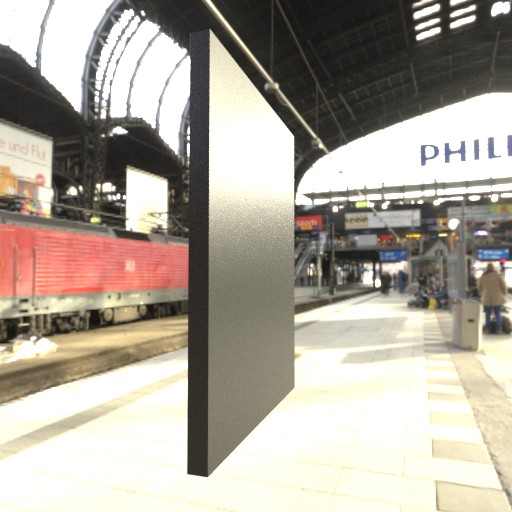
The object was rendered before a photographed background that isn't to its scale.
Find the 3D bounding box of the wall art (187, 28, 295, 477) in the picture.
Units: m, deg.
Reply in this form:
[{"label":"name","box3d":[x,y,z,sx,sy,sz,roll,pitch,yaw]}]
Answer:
[{"label":"wall art","box3d":[0.000,0.000,0.770,0.028,0.557,0.457,-1,-3,18]}]
